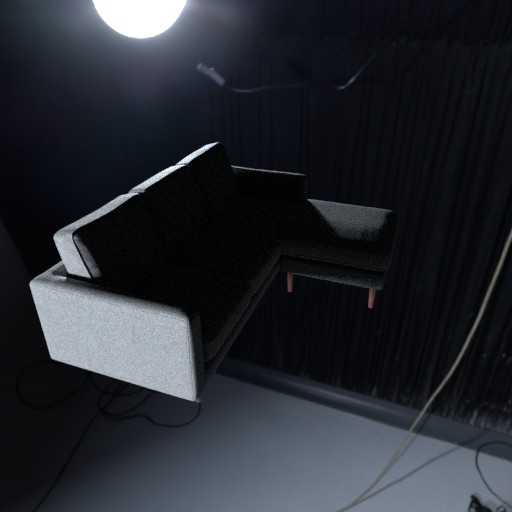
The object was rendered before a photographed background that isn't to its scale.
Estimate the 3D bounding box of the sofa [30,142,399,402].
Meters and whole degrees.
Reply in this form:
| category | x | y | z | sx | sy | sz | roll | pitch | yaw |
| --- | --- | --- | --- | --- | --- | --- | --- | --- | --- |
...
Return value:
| category | x | y | z | sx | sy | sz | roll | pitch | yaw |
| --- | --- | --- | --- | --- | --- | --- | --- | --- | --- |
| sofa | 0.000 | 0.000 | 2.904 | 1.667 | 0.957 | 2.055 | 10 | 31 | 18 |
